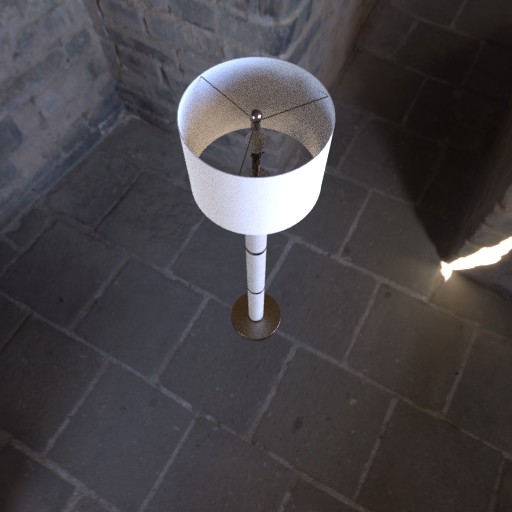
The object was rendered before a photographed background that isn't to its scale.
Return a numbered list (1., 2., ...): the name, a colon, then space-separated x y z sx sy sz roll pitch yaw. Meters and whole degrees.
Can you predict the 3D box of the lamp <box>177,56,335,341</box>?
1. lamp: 0.000 0.000 1.767 0.377 1.599 0.377 -16 66 -8
